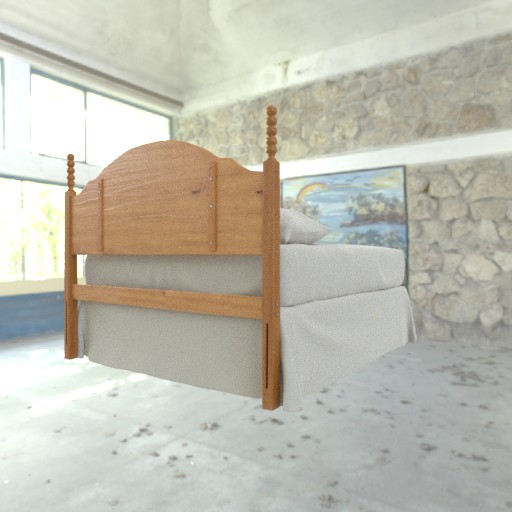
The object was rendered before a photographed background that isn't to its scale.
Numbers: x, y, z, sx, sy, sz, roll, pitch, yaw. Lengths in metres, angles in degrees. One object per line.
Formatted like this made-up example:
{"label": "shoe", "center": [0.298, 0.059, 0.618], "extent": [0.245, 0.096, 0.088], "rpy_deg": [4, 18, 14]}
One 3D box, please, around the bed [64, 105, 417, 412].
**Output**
{"label": "bed", "center": [0.000, 0.000, 3.249], "extent": [1.873, 1.356, 2.040], "rpy_deg": [0, 0, 36]}
